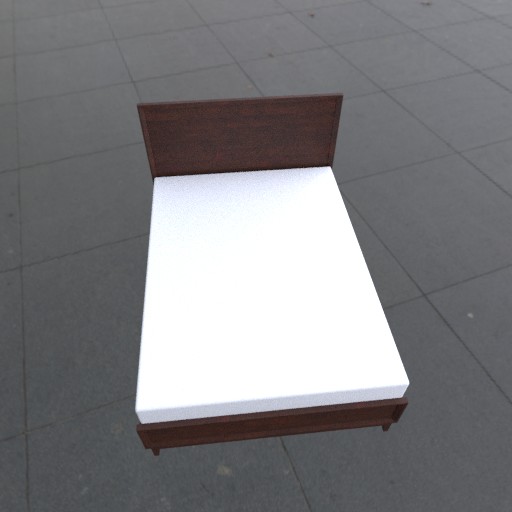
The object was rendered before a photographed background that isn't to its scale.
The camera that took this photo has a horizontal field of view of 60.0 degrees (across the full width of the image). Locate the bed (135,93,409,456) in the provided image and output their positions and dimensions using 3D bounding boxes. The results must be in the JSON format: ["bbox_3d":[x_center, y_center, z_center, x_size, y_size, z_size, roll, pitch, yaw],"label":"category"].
[{"bbox_3d":[0.000,0.000,3.170,1.600,1.270,2.184,-4,47,-4],"label":"bed"}]
